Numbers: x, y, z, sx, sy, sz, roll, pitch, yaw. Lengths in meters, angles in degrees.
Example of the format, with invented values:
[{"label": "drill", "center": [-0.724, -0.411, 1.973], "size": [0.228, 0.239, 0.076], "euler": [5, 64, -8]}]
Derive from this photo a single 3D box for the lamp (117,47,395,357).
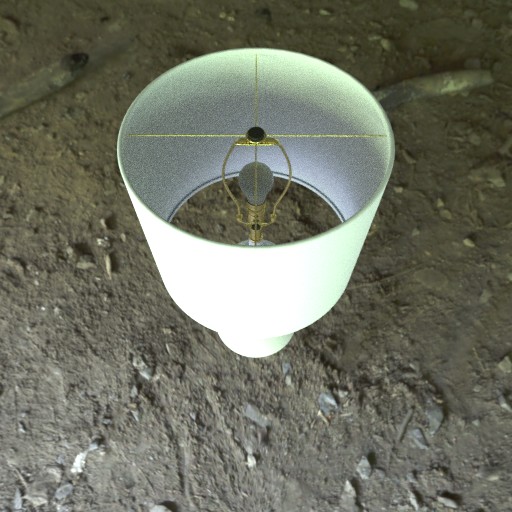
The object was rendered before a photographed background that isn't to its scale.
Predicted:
[{"label": "lamp", "center": [0.000, 0.000, 0.714], "size": [0.301, 0.533, 0.301], "euler": [0, 59, 0]}]
